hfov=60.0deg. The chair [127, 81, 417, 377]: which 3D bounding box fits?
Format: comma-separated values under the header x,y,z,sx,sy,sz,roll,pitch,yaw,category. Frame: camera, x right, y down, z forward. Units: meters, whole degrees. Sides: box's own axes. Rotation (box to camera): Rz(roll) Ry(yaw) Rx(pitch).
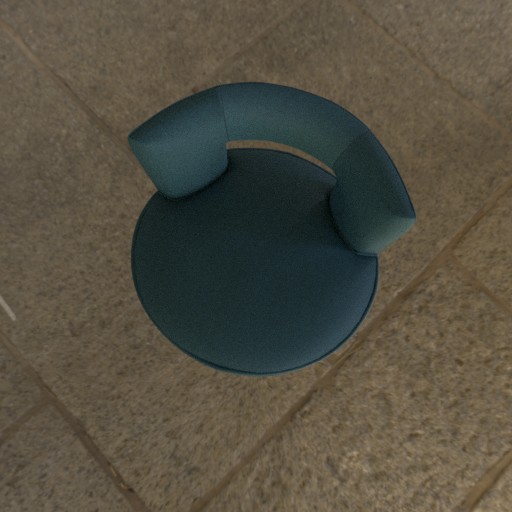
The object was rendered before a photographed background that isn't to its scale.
x,y,z,sx,sy,sz,roll,pitch,yaw,category
0.000,0.000,1.256,0.684,0.711,0.660,17,77,4,chair
